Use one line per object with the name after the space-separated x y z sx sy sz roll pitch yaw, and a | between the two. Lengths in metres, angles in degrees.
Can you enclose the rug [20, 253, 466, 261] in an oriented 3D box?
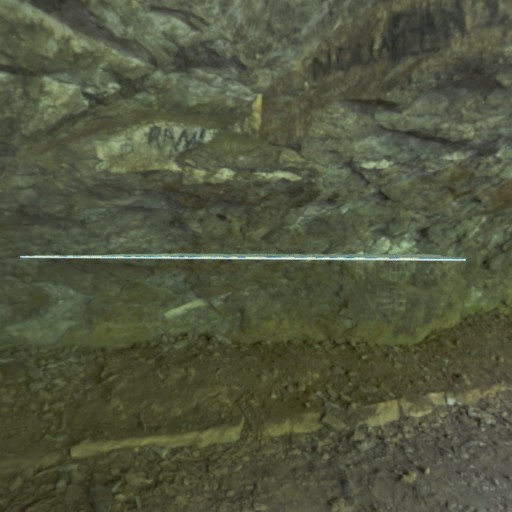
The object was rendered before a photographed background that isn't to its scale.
0.000 0.000 2.262 1.830 0.011 1.209 0 1 19 | rug
